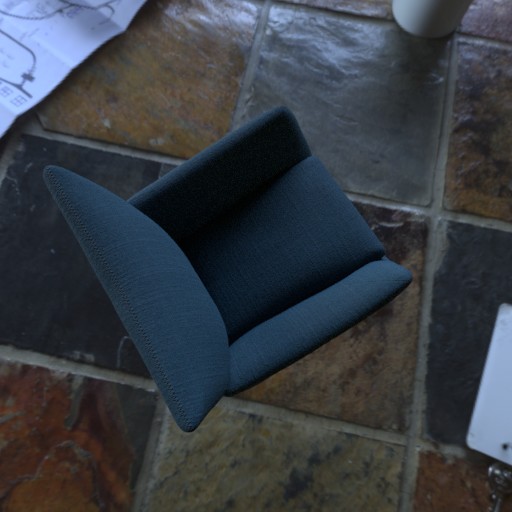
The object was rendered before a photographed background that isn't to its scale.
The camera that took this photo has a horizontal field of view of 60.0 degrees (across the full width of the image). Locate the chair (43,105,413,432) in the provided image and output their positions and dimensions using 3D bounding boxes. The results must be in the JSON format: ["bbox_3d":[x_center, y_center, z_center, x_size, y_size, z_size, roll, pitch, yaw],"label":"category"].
[{"bbox_3d":[0.000,0.000,1.388,0.769,0.859,0.678,-31,77,-8],"label":"chair"}]
